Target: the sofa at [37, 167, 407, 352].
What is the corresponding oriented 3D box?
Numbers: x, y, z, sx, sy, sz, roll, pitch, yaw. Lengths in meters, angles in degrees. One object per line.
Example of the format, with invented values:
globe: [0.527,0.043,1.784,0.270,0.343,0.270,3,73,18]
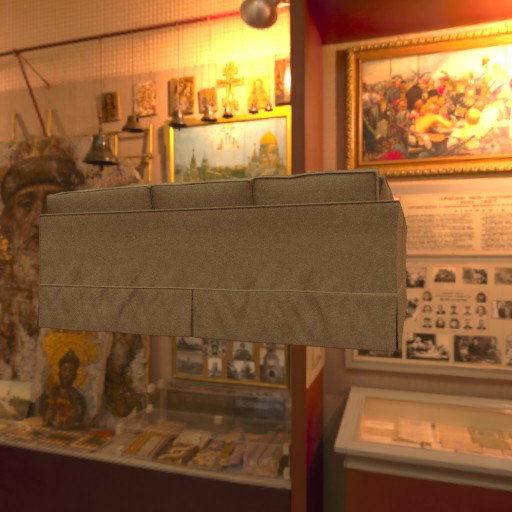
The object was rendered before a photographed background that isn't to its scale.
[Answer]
sofa: [0.000,0.000,4.108,2.623,1.081,2.618,0,0,20]
